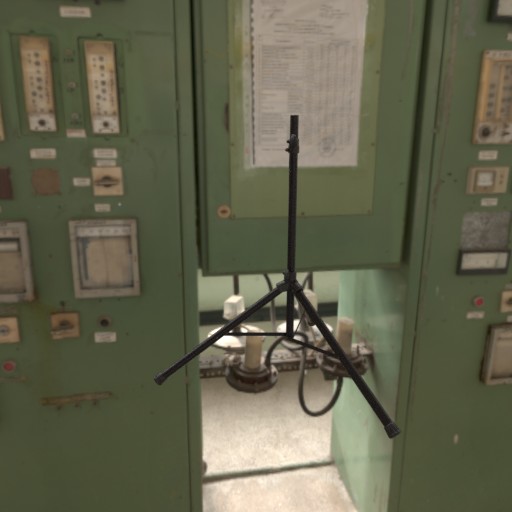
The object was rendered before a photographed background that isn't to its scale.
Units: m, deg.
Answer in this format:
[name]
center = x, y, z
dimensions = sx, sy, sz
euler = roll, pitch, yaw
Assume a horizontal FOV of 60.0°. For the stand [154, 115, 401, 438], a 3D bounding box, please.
[stand]
center = 0.000, 0.000, 1.870
dimensions = 0.907, 1.136, 1.045
euler = -2, 16, -8
